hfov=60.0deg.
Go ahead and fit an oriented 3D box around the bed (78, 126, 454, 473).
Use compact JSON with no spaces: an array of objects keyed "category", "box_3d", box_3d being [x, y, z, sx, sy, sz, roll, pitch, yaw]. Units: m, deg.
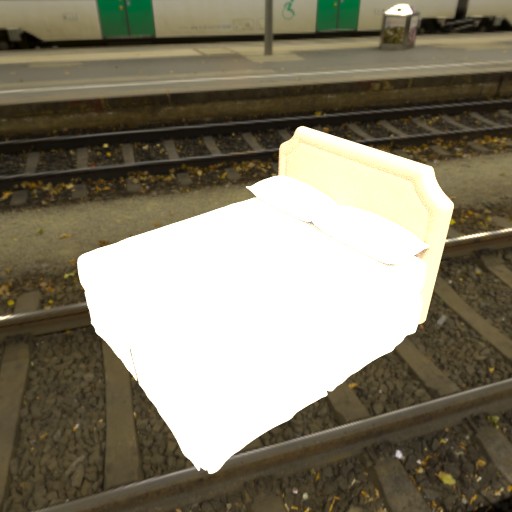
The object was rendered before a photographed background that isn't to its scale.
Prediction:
[{"category":"bed","box_3d":[0.000,0.000,3.898,2.548,1.524,2.134,-23,38,-32]}]
